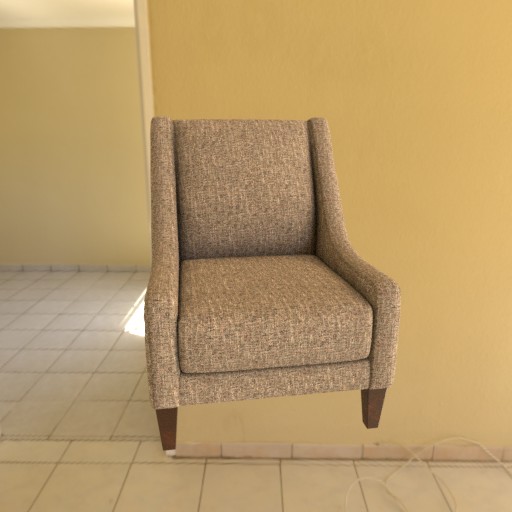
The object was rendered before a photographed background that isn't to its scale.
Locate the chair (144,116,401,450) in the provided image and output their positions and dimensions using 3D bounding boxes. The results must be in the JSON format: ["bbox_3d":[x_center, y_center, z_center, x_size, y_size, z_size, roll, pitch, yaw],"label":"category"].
[{"bbox_3d":[0.000,0.000,1.644,0.774,1.014,0.870,-2,15,-9],"label":"chair"}]
